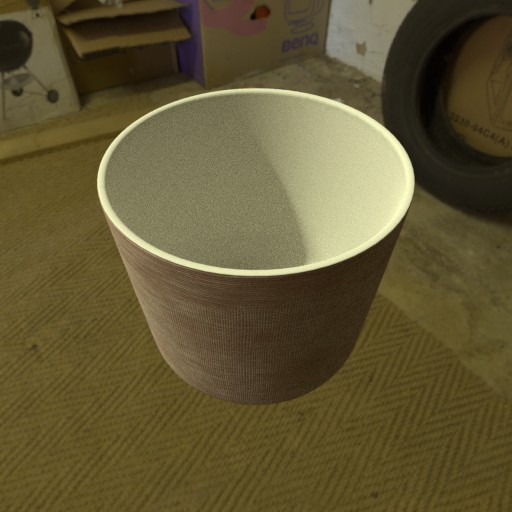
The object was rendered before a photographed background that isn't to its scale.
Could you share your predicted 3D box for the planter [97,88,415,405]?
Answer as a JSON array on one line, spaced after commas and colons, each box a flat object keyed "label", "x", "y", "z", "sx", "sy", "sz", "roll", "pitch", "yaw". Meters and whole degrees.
[{"label": "planter", "x": 0.000, "y": 0.000, "z": 0.774, "sx": 0.440, "sy": 0.398, "sz": 0.440, "roll": 0, "pitch": 46, "yaw": 0}]
